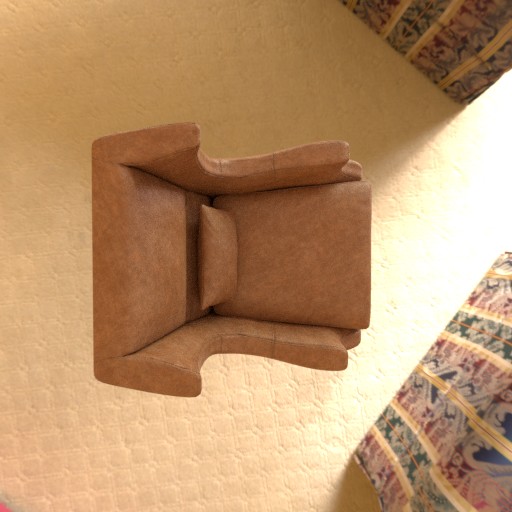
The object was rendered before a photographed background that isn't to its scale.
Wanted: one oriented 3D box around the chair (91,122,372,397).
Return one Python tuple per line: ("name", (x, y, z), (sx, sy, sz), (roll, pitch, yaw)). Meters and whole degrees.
("chair", (0.000, 0.000, 1.706), (0.926, 1.016, 0.853), (0, 92, -1))
